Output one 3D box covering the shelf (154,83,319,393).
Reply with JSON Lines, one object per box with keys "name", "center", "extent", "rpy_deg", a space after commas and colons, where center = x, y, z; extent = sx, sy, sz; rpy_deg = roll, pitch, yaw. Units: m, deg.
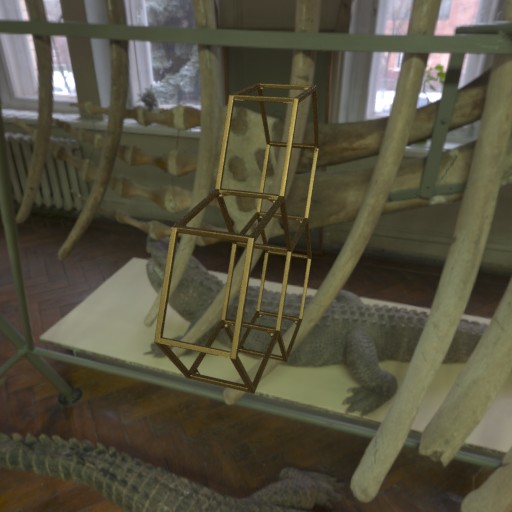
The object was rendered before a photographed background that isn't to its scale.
{"name": "shelf", "center": [0.000, 0.000, 1.046], "extent": [0.150, 0.701, 0.708], "rpy_deg": [8, 29, 15]}
